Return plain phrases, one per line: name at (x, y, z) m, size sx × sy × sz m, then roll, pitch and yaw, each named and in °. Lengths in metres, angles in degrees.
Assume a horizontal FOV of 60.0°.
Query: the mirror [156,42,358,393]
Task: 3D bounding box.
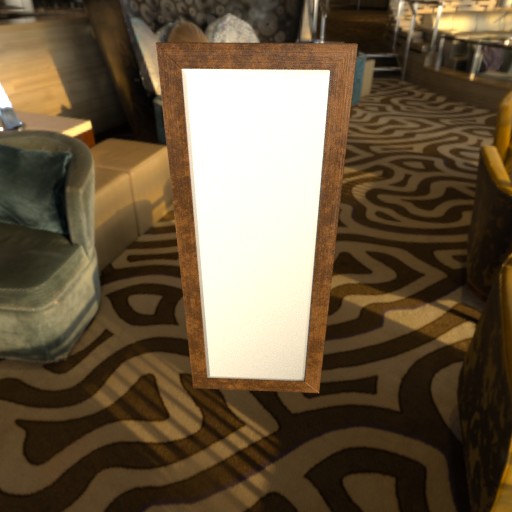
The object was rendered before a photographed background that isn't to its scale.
mirror at (0.000, 0.000, 2.332) m, size 0.812 × 2.031 × 0.032 m, roll 1°, pitch 32°, yaw 2°
